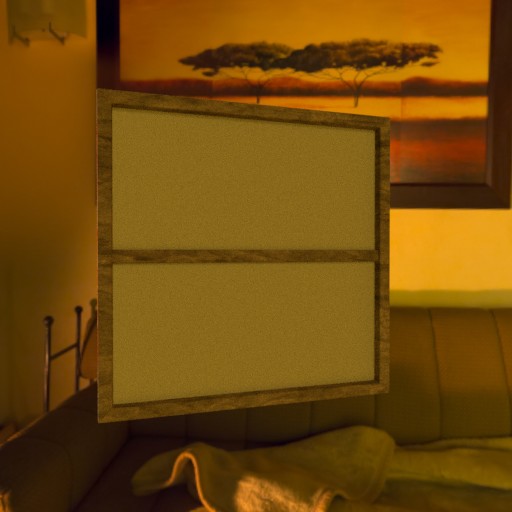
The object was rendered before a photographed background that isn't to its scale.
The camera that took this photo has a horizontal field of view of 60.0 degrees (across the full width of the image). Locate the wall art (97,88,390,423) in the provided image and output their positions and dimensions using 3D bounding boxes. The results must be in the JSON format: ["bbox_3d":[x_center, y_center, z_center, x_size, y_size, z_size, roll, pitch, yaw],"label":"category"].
[{"bbox_3d":[0.000,0.000,1.108,0.747,0.747,0.035,0,1,-17],"label":"wall art"}]
